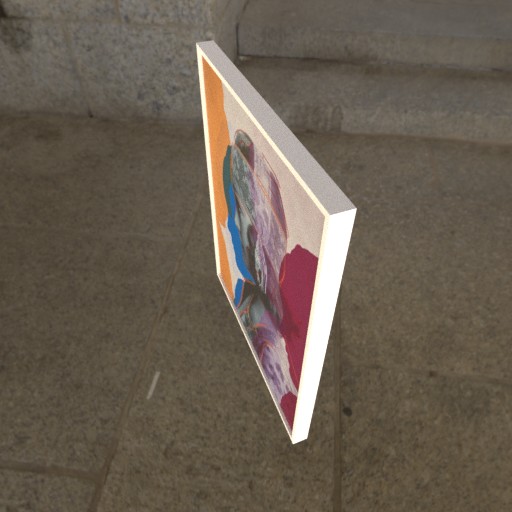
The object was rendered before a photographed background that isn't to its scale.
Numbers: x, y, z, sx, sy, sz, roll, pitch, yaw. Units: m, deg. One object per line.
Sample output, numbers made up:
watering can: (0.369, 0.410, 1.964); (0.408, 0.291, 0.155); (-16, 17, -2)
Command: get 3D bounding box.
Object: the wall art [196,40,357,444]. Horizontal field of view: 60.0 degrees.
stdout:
wall art: (0.000, 0.000, 0.756); (0.030, 0.549, 0.443); (-16, 48, -15)
